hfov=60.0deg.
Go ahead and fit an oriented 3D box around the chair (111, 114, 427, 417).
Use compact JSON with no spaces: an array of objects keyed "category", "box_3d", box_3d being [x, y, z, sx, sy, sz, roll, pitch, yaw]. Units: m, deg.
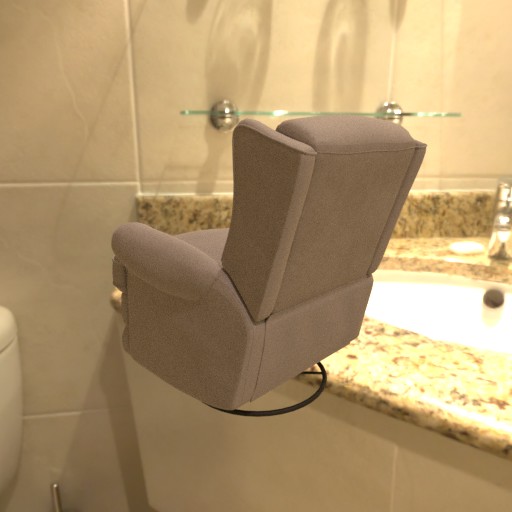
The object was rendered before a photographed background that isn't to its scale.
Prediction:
[{"category":"chair","box_3d":[0.000,0.000,1.691,0.969,1.011,0.847,15,22,43]}]
